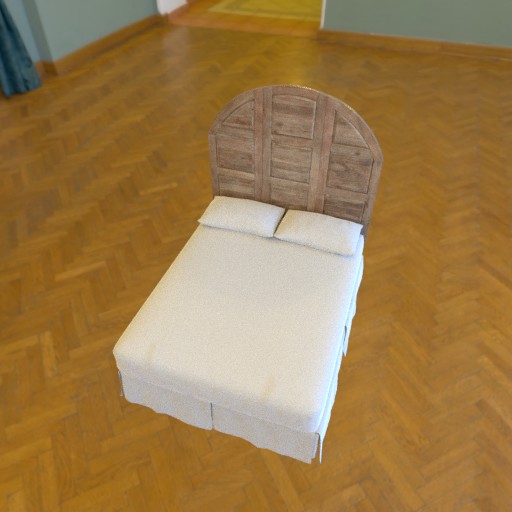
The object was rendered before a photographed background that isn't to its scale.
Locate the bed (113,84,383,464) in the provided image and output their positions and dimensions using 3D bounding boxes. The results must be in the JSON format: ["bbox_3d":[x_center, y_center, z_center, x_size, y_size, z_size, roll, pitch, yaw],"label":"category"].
[{"bbox_3d":[0.000,0.000,3.567,1.713,2.002,2.112,13,44,14],"label":"bed"}]
